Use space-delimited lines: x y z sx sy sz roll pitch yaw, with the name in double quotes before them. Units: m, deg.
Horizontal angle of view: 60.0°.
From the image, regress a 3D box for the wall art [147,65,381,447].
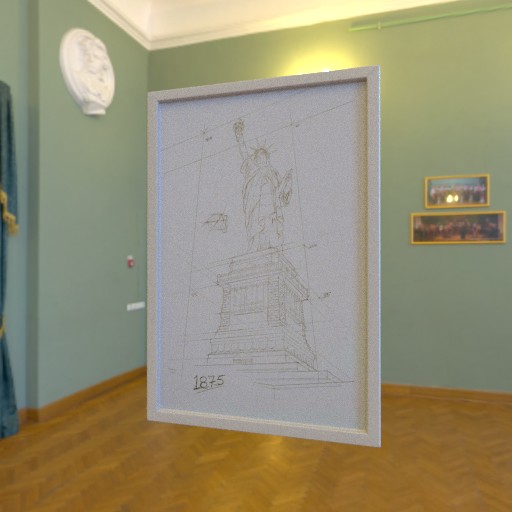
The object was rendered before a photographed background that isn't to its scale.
"wall art" 0.000 0.000 1.030 0.556 0.813 0.026 0 0 17
